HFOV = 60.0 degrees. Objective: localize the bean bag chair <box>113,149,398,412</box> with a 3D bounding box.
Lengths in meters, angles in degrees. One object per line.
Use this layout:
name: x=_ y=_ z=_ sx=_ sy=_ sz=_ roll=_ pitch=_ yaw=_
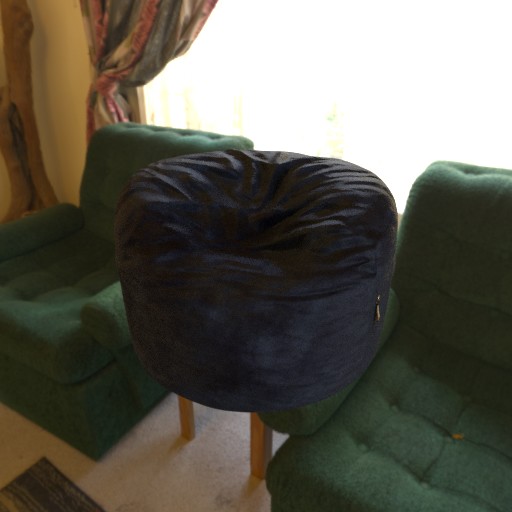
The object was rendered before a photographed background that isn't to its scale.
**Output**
bean bag chair: x=0.000 y=0.000 z=1.534 sx=0.918 sy=0.616 sz=0.918 roll=0 pitch=26 yaw=0
